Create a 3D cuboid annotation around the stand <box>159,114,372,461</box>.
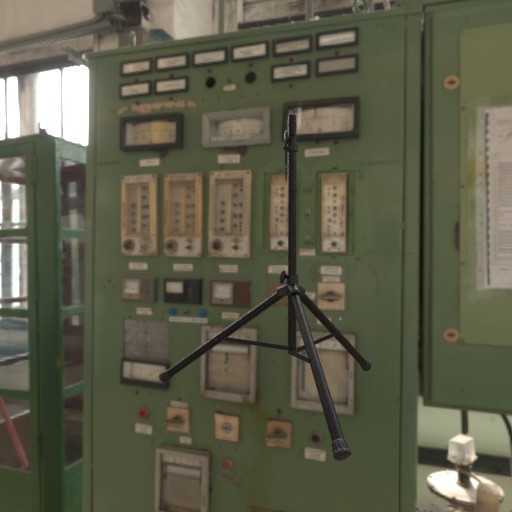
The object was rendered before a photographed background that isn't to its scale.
[{"bbox_3d":[0.000,0.000,1.841,0.907,1.136,1.045,0,0,19],"label":"stand"}]
